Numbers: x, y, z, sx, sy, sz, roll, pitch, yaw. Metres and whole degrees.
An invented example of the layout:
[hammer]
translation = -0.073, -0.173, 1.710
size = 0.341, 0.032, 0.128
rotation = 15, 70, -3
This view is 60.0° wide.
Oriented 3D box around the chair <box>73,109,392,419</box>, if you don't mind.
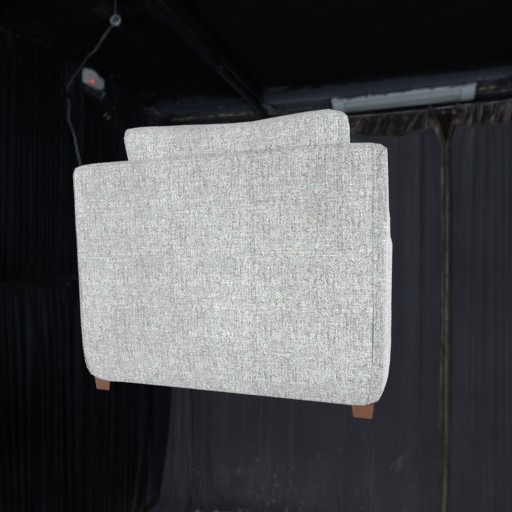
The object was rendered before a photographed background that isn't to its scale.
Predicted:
[chair]
translation = 0.000, 0.000, 1.939
size = 1.138, 1.037, 1.009
rotation = 0, 0, 18
